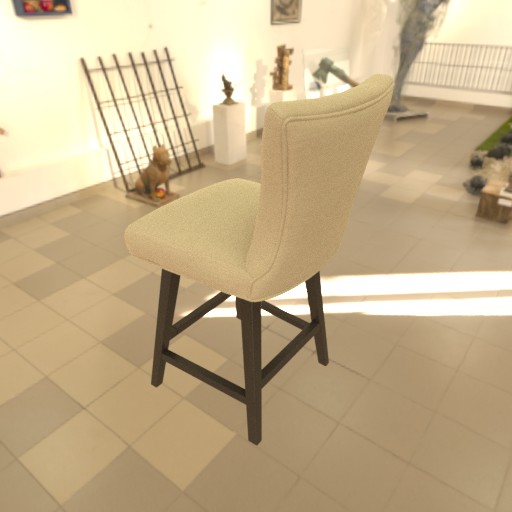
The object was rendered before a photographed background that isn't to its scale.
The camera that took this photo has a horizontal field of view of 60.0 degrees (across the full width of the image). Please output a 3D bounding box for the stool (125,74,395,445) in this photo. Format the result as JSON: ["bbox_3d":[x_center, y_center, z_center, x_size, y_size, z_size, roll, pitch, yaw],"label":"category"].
[{"bbox_3d":[0.000,0.000,1.320,0.574,1.000,0.514,21,36,31],"label":"stool"}]
